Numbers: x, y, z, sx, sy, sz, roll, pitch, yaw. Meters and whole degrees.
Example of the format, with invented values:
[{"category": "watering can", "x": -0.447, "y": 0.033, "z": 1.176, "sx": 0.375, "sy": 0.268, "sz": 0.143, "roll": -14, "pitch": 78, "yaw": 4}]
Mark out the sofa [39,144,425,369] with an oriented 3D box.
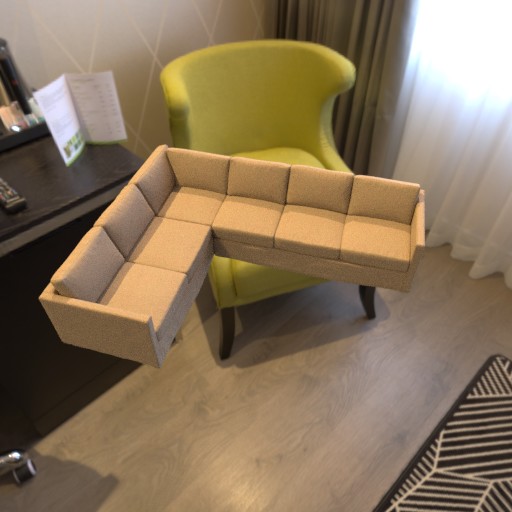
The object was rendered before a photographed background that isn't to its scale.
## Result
[{"category": "sofa", "x": 0.000, "y": 0.000, "z": 4.457, "sx": 3.182, "sy": 0.871, "sz": 2.432, "roll": 11, "pitch": 46, "yaw": 10}]
